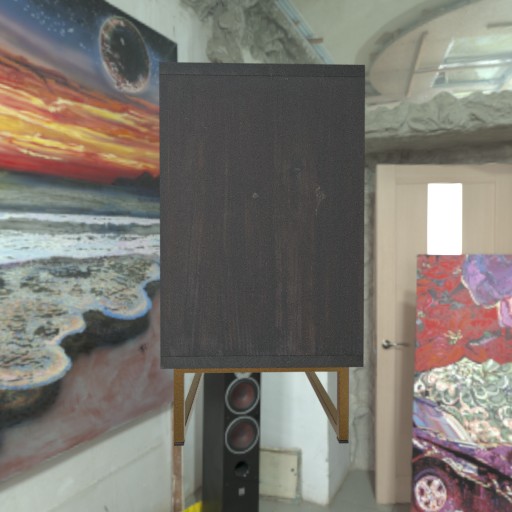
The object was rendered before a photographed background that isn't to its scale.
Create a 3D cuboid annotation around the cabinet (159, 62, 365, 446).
[{"bbox_3d":[0.000,0.000,1.450,0.451,0.860,0.950,0,1,-2],"label":"cabinet"}]
